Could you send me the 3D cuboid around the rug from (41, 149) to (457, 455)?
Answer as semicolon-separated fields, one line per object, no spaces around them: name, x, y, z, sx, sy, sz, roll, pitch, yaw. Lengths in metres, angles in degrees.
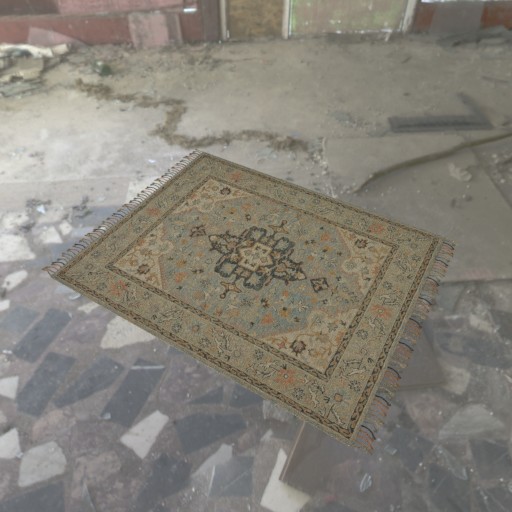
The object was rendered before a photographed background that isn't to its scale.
rug;0.000;0.000;3.477;2.651;0.010;1.971;24;51;21
